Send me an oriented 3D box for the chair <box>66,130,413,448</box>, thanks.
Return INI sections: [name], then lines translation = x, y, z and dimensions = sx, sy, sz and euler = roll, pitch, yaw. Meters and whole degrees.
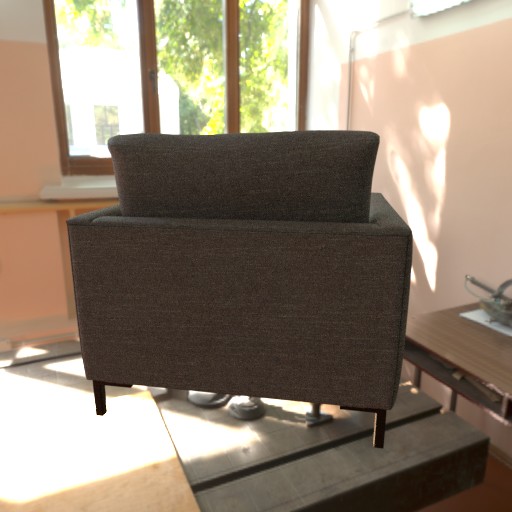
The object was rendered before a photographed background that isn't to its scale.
[chair]
translation = 0.000, 0.000, 1.569
dimensions = 0.940, 0.841, 0.845
euler = 3, 14, 10
